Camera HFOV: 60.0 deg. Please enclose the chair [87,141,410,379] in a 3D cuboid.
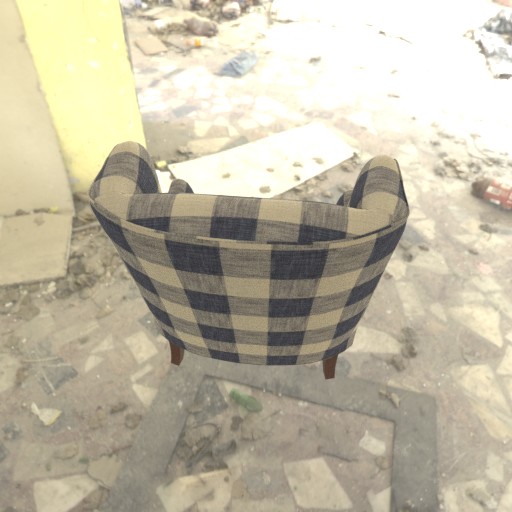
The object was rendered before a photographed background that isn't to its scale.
[{"bbox_3d":[0.000,0.000,1.680,0.830,1.041,0.889,4,45,4],"label":"chair"}]
